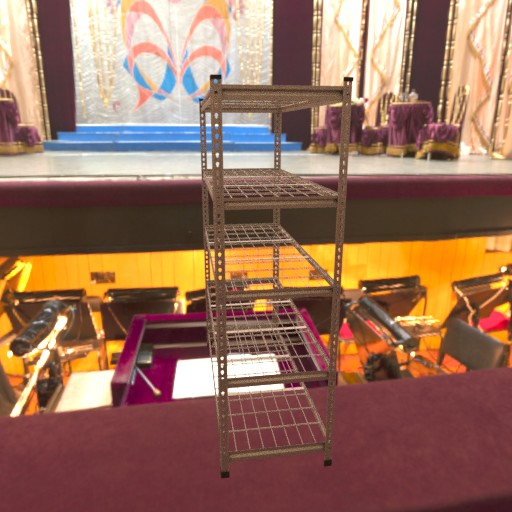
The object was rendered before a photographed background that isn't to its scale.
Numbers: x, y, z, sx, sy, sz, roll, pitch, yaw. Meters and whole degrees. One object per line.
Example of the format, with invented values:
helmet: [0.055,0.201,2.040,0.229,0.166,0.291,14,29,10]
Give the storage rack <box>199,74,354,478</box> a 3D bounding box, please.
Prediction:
storage rack: [0.000,0.000,2.828,0.610,1.981,1.524,-2,16,-8]
